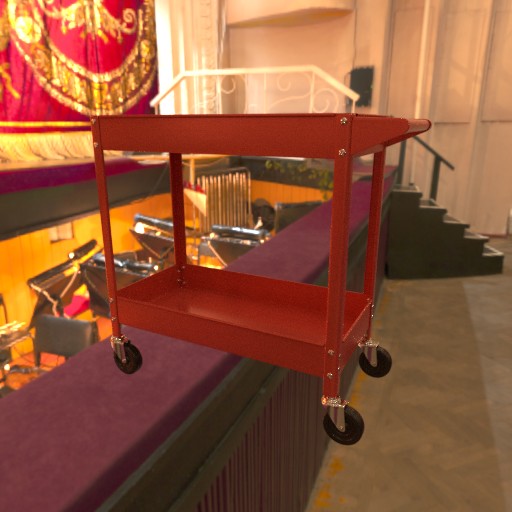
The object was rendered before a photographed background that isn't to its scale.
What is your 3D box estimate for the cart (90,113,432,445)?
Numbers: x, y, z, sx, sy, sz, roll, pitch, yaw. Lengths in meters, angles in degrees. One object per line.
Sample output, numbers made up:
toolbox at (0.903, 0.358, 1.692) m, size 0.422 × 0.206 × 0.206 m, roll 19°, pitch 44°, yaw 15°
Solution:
cart at (0.000, 0.000, 1.187) m, size 0.779 × 0.719 × 0.366 m, roll 9°, pitch 19°, yaw 26°
